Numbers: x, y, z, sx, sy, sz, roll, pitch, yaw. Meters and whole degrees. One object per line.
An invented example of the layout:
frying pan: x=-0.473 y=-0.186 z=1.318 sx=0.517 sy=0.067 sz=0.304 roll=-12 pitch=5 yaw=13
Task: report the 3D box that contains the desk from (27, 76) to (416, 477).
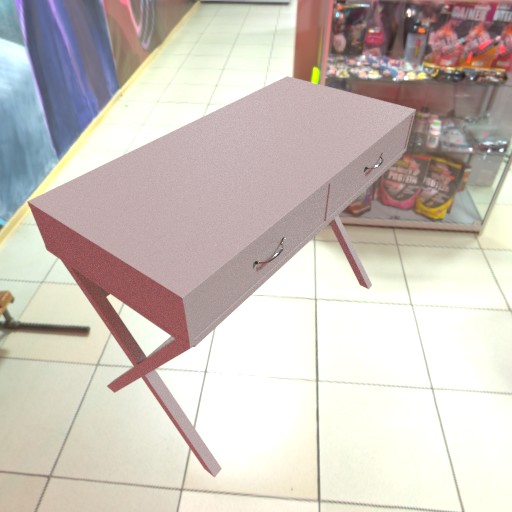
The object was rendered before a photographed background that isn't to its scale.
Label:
desk: x=0.000 y=0.000 z=1.477 sx=0.525 sy=0.780 sz=1.057 roll=27 pitch=48 yaw=28
